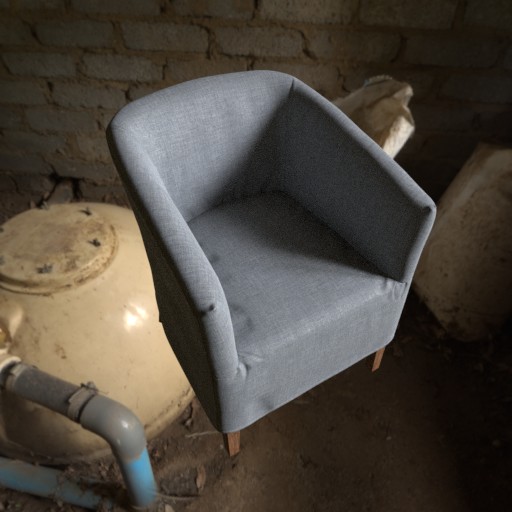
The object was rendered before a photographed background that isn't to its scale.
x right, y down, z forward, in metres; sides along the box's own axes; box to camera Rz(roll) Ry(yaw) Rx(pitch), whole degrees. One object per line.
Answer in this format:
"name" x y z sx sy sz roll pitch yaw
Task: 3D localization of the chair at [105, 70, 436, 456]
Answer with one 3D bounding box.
"chair" 0.000 0.000 1.257 0.600 0.771 0.668 -23 50 -21
